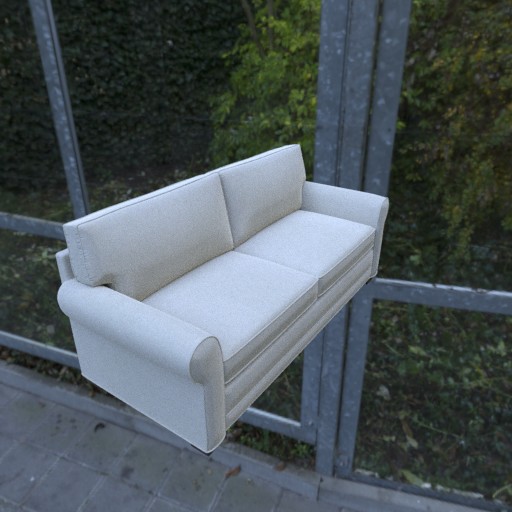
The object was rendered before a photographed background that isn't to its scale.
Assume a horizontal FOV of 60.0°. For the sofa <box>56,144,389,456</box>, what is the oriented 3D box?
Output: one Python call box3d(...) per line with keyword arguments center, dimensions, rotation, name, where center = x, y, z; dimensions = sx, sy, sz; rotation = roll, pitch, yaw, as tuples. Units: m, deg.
box3d(center=(0.000, 0.000, 2.682), dimensions=(0.901, 0.962, 2.146), rotation=(17, 31, 30), name="sofa")
